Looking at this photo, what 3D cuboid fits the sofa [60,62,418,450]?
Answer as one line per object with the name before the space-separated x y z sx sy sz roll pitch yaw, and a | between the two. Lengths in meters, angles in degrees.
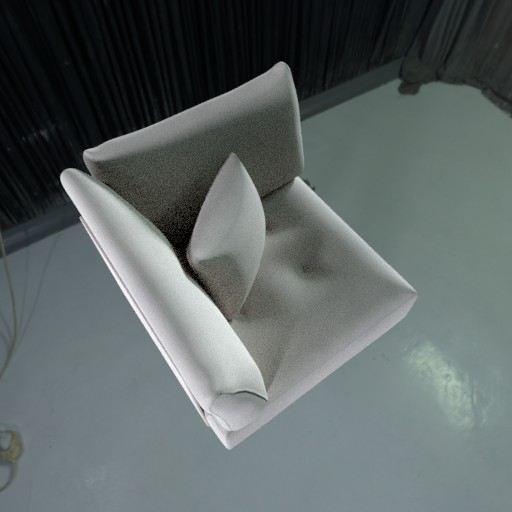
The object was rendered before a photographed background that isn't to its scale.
sofa | 0.000 0.000 1.754 1.000 0.820 1.000 -31 63 -18
